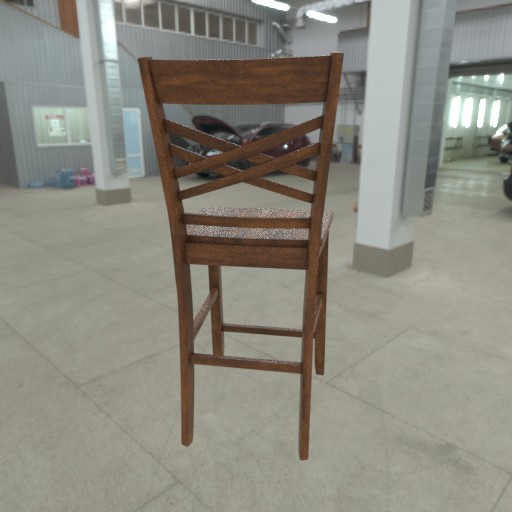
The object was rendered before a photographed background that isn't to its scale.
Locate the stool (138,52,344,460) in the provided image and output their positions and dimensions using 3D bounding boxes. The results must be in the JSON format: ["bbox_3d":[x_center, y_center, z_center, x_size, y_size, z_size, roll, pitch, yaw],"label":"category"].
[{"bbox_3d":[0.000,0.000,1.367,0.462,1.079,0.539,3,17,9],"label":"stool"}]
